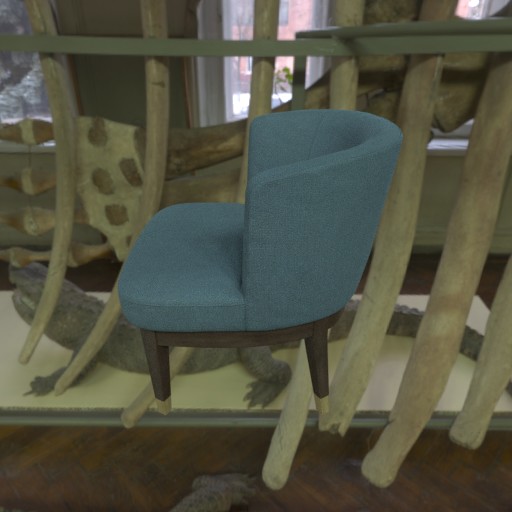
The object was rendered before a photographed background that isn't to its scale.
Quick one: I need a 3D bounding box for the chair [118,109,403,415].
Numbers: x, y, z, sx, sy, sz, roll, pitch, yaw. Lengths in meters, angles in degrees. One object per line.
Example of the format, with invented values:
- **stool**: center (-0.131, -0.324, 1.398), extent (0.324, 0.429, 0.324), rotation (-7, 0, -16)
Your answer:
- **chair**: center (0.000, 0.000, 1.285), extent (0.702, 0.760, 0.661), rotation (0, 28, 0)
